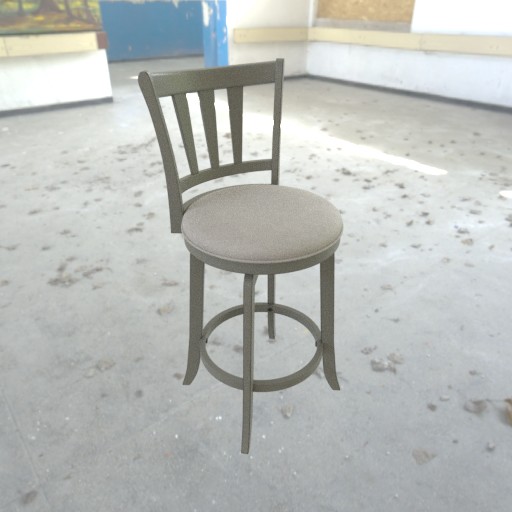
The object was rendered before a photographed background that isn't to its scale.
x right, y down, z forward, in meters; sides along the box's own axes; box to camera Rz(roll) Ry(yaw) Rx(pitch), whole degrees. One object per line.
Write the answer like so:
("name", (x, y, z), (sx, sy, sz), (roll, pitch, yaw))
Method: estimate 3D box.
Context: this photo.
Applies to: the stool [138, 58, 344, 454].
("stool", (0.000, 0.000, 1.277), (0.450, 0.994, 0.486), (-22, 36, -32))
